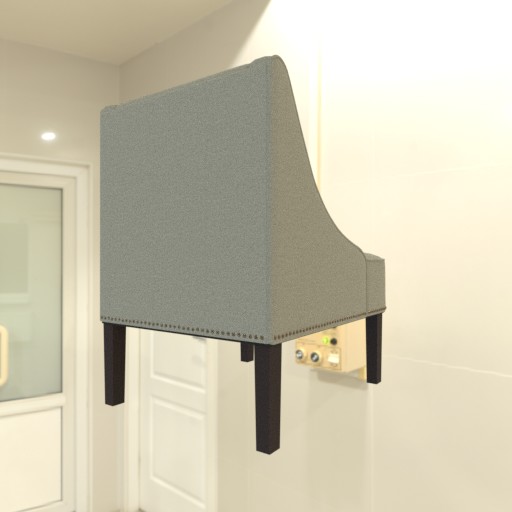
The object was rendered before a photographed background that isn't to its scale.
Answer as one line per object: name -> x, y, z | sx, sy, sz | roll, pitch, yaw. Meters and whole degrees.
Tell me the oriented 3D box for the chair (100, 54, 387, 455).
chair -> 0.000, 0.000, 1.399 | 0.610, 0.864, 0.737 | 0, 0, 35
